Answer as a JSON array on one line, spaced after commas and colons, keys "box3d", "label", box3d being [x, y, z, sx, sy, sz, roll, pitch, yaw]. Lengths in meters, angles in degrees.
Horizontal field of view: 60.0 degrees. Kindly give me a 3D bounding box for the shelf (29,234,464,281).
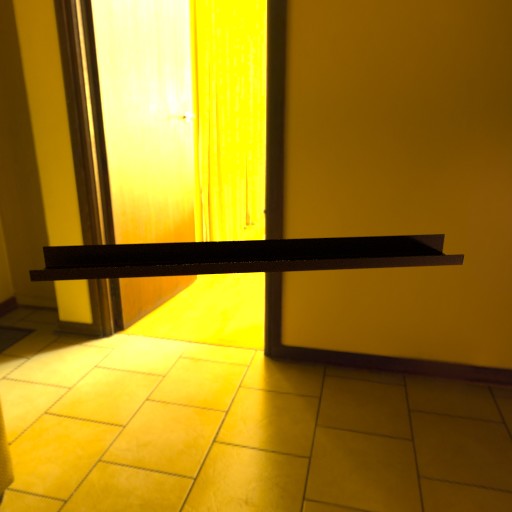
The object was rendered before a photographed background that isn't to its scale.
[{"box3d": [0.000, 0.000, 0.979, 0.924, 0.049, 0.092, -2, 18, -6], "label": "shelf"}]
